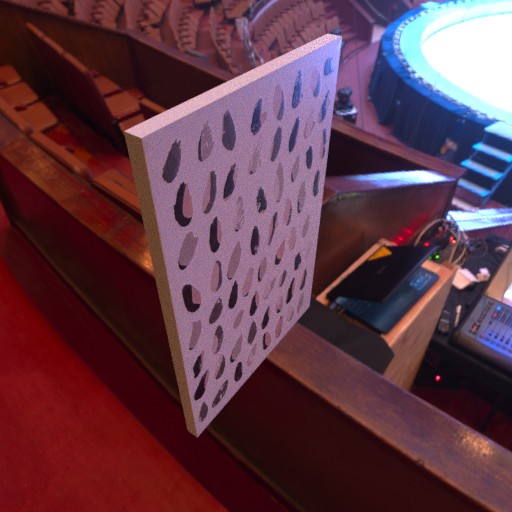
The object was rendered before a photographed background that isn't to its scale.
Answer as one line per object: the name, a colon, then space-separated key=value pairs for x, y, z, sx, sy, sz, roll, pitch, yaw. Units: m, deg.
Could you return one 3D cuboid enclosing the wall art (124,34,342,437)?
wall art: x=0.000 y=0.000 z=1.134 sx=0.037 sy=0.916 sz=0.610 roll=26 pitch=48 yaw=26
